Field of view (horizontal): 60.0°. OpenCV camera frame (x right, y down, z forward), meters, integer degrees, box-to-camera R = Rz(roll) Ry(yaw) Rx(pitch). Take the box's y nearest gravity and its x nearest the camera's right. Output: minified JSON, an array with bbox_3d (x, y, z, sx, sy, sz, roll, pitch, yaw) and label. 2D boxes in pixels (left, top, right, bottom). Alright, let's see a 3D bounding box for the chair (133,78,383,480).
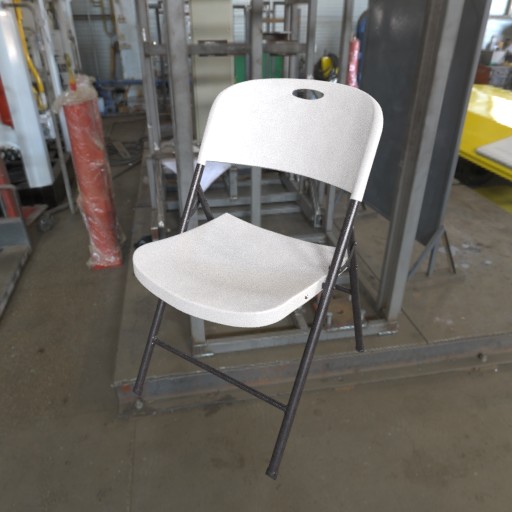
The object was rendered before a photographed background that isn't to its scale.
[{"bbox_3d":[0.000,0.000,1.170,0.494,0.810,0.566,19,35,29],"label":"chair"}]
